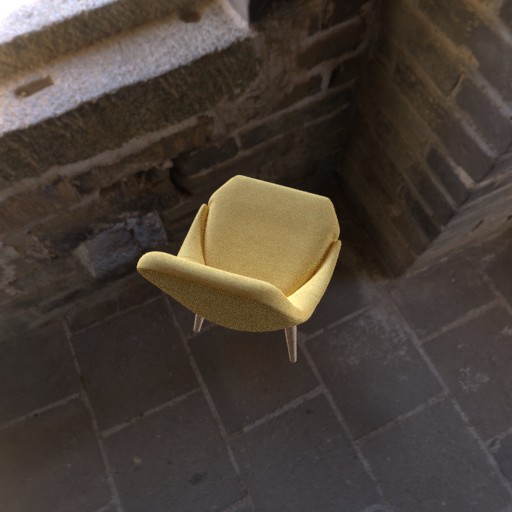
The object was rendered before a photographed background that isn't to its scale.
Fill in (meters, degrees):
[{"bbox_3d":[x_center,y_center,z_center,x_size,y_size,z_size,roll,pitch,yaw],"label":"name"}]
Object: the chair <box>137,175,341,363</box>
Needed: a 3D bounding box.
[{"bbox_3d":[0.000,0.000,1.421,0.510,1.040,0.660,16,65,7],"label":"chair"}]
